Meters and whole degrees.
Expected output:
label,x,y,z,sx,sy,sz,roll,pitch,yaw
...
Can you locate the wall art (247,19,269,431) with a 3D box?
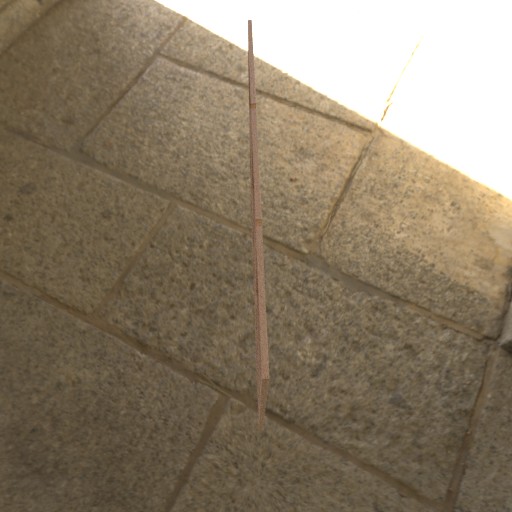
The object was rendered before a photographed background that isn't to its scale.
label,x,y,z,sx,sy,sz,roll,pitch,yaw
wall art,0.000,0.000,1.792,0.016,1.207,1.217,-2,63,-1
